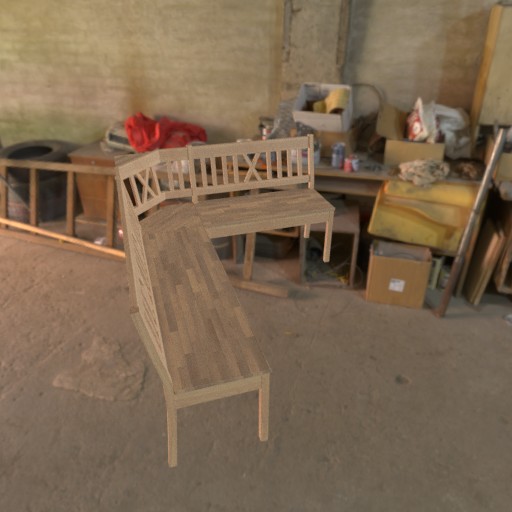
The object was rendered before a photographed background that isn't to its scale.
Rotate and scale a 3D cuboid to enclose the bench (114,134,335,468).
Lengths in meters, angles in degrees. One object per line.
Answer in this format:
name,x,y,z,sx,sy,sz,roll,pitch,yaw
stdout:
bench,0.000,0.000,2.777,1.537,0.902,1.937,-9,32,-15
